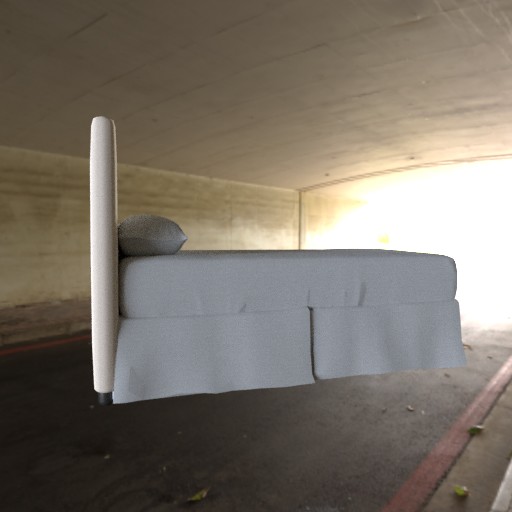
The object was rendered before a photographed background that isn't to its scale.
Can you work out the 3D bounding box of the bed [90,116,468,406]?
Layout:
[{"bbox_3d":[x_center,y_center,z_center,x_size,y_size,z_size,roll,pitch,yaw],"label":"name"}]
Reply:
[{"bbox_3d":[0.000,0.000,3.091,2.142,1.330,1.748,-1,2,-19],"label":"bed"}]
